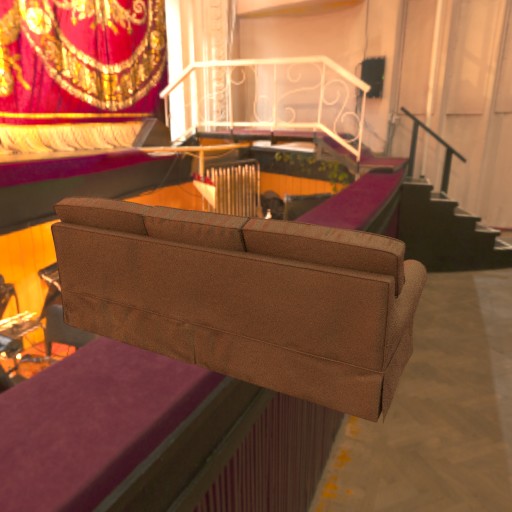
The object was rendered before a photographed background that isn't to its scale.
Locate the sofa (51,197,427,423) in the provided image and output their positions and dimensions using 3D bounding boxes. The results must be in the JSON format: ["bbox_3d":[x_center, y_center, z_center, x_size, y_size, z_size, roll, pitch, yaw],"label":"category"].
[{"bbox_3d":[0.000,0.000,3.388,2.475,0.978,1.733,9,20,27],"label":"sofa"}]
